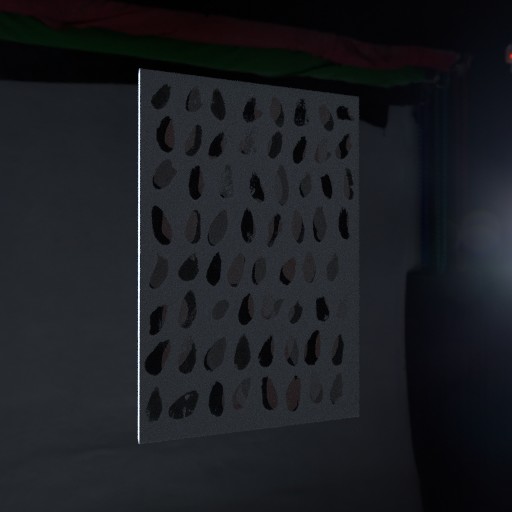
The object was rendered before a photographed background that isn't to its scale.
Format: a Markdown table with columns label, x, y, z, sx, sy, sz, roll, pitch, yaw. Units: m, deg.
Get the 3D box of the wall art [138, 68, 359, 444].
| label | x | y | z | sx | sy | sz | roll | pitch | yaw |
| --- | --- | --- | --- | --- | --- | --- | --- | --- | --- |
| wall art | 0.000 | 0.000 | 0.790 | 0.405 | 0.608 | 0.025 | 0 | 0 | -18 |
